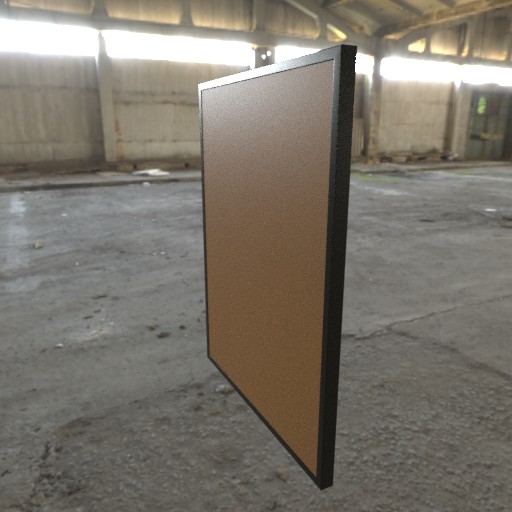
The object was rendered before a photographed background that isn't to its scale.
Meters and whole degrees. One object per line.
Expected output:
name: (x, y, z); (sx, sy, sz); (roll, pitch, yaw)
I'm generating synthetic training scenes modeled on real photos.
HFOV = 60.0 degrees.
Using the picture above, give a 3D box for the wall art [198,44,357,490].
wall art: (0.000, 0.000, 1.360); (0.039, 1.061, 0.804); (-8, 17, -26)
